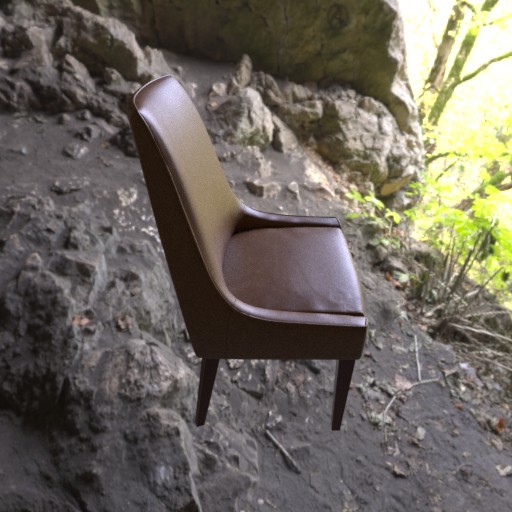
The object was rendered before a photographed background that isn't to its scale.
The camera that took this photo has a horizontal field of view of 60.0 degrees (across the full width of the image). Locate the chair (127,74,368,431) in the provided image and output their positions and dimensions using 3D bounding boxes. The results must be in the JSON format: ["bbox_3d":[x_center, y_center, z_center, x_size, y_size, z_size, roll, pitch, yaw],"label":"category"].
[{"bbox_3d":[0.000,0.000,1.193,0.544,0.861,0.529,1,33,1],"label":"chair"}]
